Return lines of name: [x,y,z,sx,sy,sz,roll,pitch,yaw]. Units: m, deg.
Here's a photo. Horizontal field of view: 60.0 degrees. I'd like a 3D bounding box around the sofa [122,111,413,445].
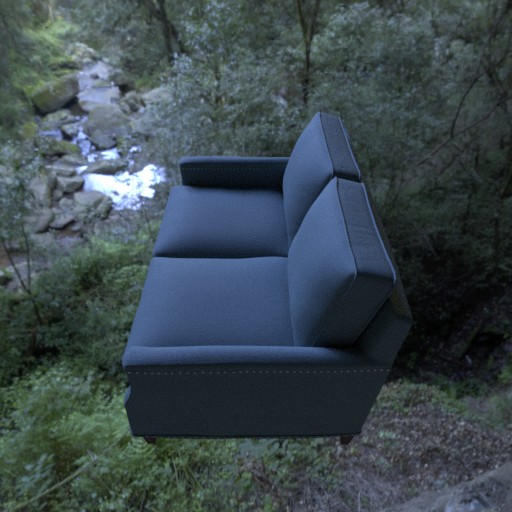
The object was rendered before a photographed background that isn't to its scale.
sofa: [0.000,0.000,2.270,1.084,1.003,1.597,0,41,0]
